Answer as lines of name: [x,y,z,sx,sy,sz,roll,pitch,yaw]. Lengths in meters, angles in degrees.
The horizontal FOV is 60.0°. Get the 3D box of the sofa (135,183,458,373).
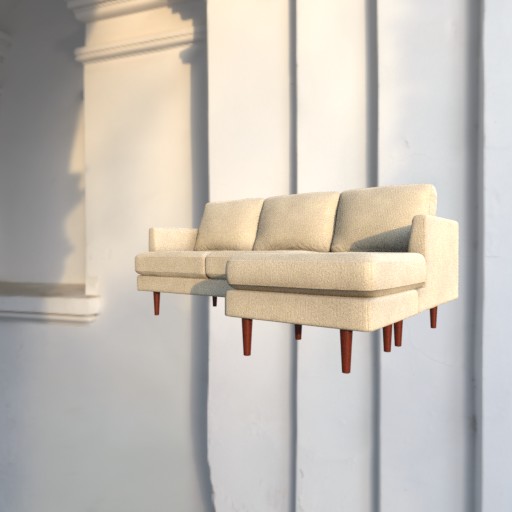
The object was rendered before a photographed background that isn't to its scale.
sofa: [0.000,0.000,2.979,2.233,0.956,1.504,0,1,36]
